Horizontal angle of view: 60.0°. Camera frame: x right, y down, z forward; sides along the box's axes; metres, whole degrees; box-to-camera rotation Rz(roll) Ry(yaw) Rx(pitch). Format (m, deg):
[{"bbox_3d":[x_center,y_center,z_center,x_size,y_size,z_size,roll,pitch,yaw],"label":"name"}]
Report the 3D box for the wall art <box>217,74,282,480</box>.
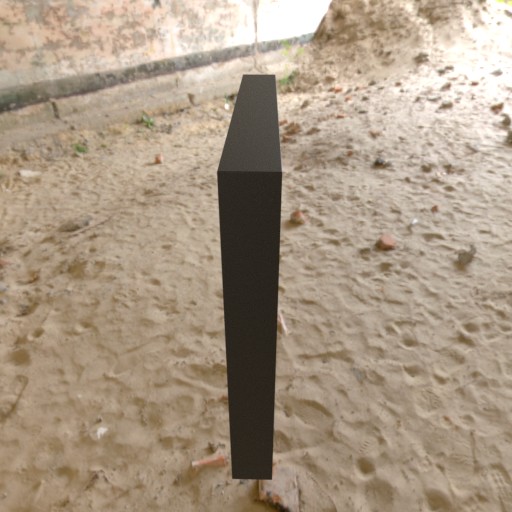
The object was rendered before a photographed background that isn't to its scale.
[{"bbox_3d":[0.000,0.000,0.463,0.038,0.304,0.304,1,32,1],"label":"wall art"}]
